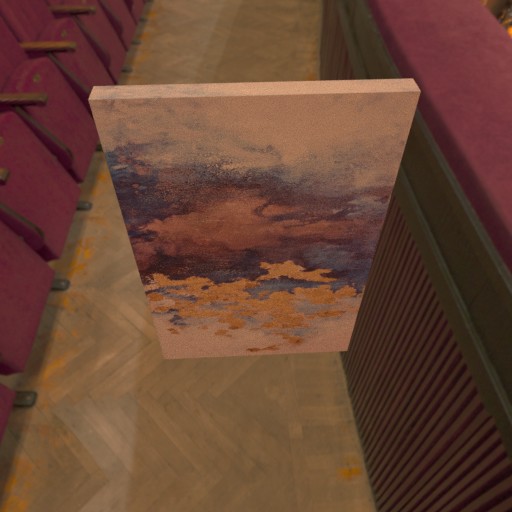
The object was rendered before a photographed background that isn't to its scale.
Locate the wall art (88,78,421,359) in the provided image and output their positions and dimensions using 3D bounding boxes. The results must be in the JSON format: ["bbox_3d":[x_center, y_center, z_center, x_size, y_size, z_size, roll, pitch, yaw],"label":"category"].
[{"bbox_3d":[0.000,0.000,1.110,0.583,0.874,0.048,-2,47,-2],"label":"wall art"}]
